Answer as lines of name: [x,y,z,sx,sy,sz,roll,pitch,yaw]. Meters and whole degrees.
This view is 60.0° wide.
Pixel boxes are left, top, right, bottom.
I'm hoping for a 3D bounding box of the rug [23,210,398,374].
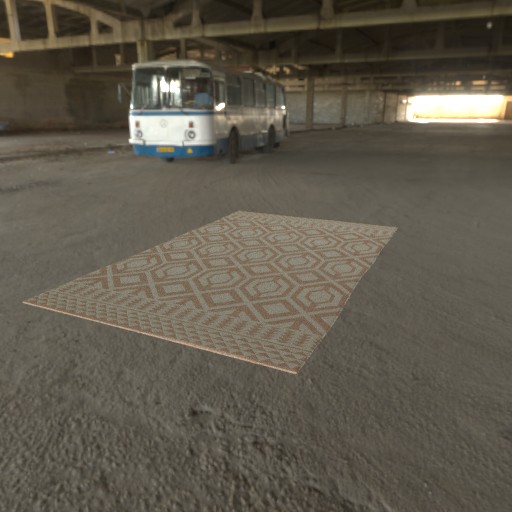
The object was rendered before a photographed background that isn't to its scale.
rug: [0.000,0.000,3.026,1.526,0.011,2.435,9,20,24]
